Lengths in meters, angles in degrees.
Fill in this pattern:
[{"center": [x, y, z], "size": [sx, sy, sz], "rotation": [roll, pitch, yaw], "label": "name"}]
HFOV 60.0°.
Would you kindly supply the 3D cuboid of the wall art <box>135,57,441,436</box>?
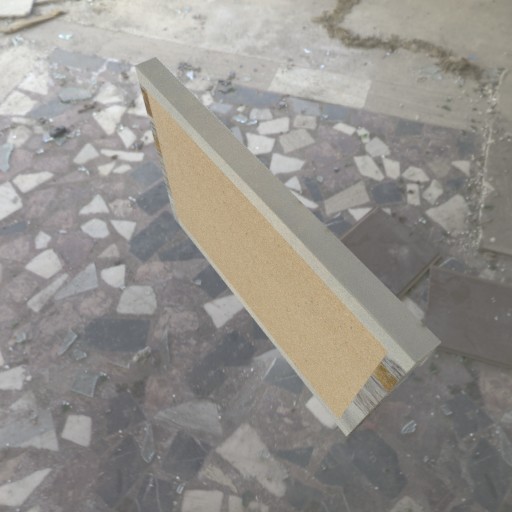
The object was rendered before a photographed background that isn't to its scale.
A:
[{"center": [0.000, 0.000, 0.760], "size": [0.041, 0.407, 0.606], "rotation": [-32, 63, -18], "label": "wall art"}]
